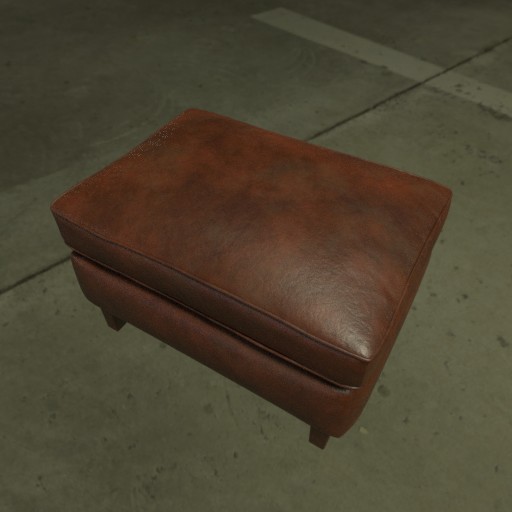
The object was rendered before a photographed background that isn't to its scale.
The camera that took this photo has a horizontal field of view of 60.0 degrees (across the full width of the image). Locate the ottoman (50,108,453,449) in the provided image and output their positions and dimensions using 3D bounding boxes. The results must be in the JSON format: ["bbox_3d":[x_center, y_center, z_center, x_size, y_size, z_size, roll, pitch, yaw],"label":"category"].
[{"bbox_3d":[0.000,0.000,0.969,0.665,0.432,0.501,23,50,21],"label":"ottoman"}]
